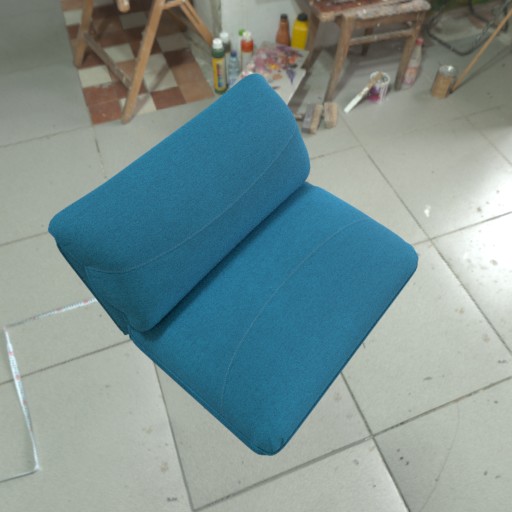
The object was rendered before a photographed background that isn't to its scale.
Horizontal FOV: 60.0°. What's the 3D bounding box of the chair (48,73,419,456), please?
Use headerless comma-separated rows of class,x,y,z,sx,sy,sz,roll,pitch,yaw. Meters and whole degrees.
chair,0.000,0.000,1.340,0.780,0.580,0.820,35,64,20
